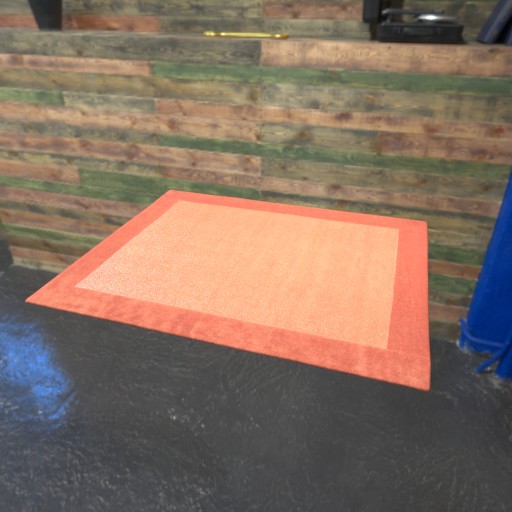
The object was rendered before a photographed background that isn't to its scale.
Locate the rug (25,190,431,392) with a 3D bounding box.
[{"bbox_3d":[0.000,0.000,4.011,2.976,0.018,2.430,9,31,15],"label":"rug"}]
